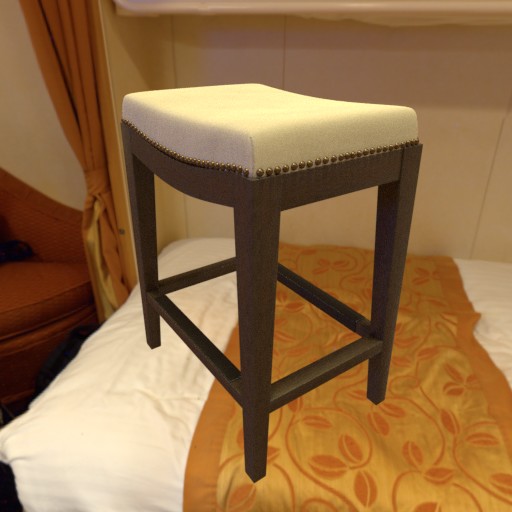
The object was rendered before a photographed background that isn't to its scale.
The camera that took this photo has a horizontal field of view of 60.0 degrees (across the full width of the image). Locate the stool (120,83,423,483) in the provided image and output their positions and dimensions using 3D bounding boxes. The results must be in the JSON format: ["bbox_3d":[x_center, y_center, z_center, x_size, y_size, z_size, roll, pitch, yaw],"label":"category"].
[{"bbox_3d":[0.000,0.000,0.948,0.361,0.642,0.500,-18,32,-31],"label":"stool"}]
